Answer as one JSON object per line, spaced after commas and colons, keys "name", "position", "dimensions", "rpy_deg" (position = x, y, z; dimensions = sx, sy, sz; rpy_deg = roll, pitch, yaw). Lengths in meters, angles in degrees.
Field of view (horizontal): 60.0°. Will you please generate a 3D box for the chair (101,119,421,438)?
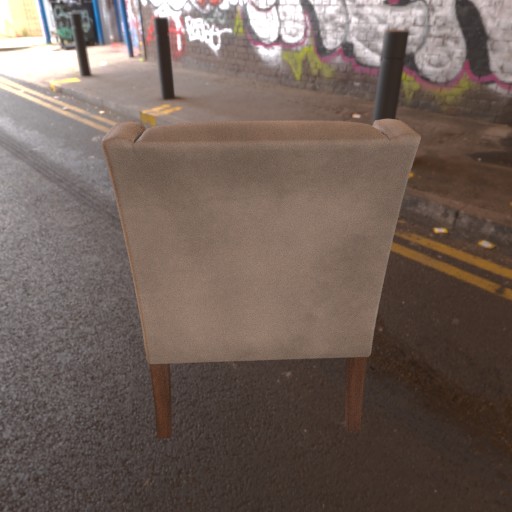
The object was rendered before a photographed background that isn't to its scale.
{"name": "chair", "position": [0.000, 0.000, 1.314], "dimensions": [0.629, 0.895, 0.629], "rpy_deg": [-1, 30, -2]}
